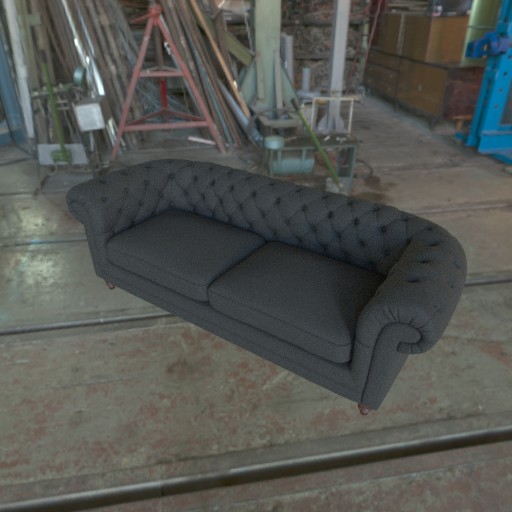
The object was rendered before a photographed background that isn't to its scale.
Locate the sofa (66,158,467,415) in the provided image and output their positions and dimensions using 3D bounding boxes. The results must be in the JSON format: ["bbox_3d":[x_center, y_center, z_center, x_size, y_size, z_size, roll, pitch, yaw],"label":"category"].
[{"bbox_3d":[0.000,0.000,2.744,2.362,0.762,0.991,20,36,29],"label":"sofa"}]
